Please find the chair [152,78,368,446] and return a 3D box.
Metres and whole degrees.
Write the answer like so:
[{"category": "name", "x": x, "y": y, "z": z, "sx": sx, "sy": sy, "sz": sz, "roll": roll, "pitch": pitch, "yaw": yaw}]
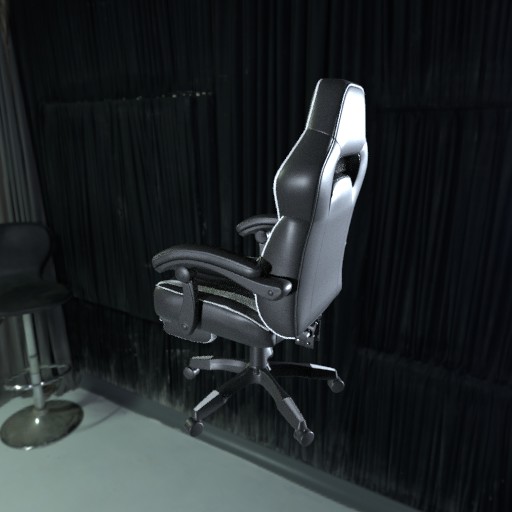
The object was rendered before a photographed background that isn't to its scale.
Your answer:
[{"category": "chair", "x": 0.000, "y": 0.000, "z": 1.651, "sx": 0.700, "sy": 1.200, "sz": 0.676, "roll": 8, "pitch": 18, "yaw": 26}]
